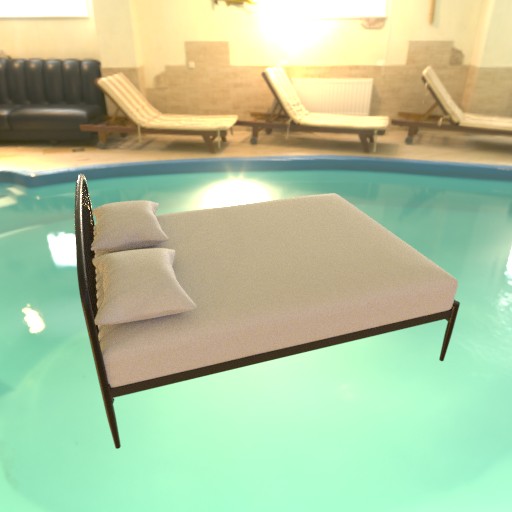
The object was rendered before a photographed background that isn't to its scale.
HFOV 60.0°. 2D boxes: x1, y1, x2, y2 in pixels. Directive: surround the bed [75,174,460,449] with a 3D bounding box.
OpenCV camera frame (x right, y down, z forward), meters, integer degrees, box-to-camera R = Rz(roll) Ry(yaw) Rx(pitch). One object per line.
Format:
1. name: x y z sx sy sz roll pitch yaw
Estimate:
1. bed: 0.000 0.000 3.074 2.159 1.166 1.618 -9 30 -16
